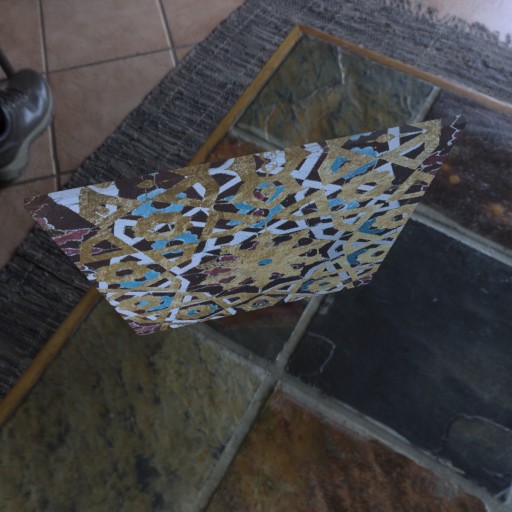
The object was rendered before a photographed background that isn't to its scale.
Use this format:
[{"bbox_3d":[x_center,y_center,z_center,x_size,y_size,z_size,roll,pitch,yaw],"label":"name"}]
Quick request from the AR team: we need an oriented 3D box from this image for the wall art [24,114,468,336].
[{"bbox_3d":[0.000,0.000,0.579,0.404,0.406,0.010,-12,65,-6],"label":"wall art"}]
